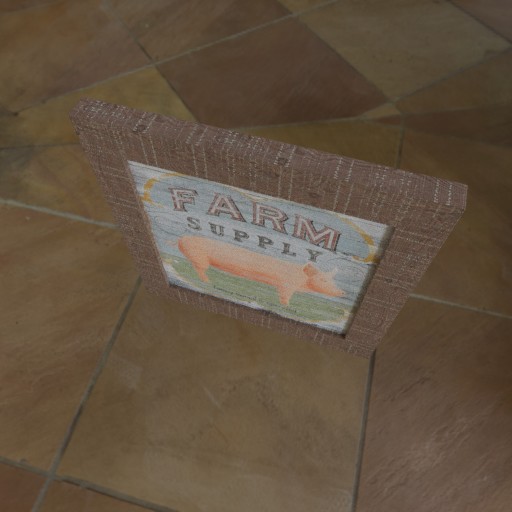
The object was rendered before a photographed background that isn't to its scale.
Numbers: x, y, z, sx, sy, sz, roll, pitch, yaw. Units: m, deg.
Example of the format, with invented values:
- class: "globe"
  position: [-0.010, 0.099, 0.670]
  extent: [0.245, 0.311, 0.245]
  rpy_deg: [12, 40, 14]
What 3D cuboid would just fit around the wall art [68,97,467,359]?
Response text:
- class: "wall art"
  position: [0.000, 0.000, 0.800]
  extent: [0.531, 0.531, 0.040]
  rpy_deg: [15, 59, 9]
